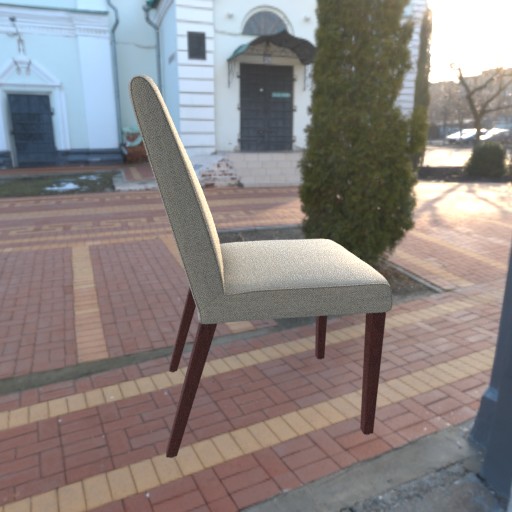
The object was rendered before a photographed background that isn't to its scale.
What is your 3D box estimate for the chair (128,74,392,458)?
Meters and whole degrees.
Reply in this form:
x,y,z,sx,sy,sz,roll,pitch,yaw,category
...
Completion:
x,y,z,sx,sy,sz,roll,pitch,yaw,category
0.000,0.000,1.225,0.594,0.900,0.480,-3,16,-9,chair
